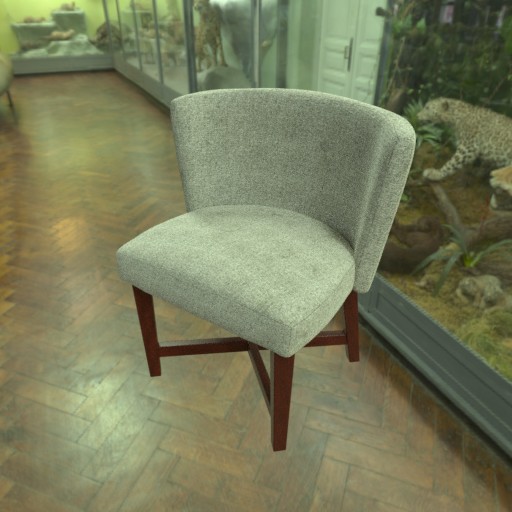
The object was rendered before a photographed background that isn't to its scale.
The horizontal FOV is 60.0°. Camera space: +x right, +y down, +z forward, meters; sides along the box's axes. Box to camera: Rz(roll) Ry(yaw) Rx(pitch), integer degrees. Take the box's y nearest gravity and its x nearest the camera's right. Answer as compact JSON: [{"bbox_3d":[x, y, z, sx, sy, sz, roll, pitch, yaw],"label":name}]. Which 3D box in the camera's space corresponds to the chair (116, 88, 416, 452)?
[{"bbox_3d":[0.000,0.000,1.273,0.728,0.827,0.575,20,36,30],"label":"chair"}]
